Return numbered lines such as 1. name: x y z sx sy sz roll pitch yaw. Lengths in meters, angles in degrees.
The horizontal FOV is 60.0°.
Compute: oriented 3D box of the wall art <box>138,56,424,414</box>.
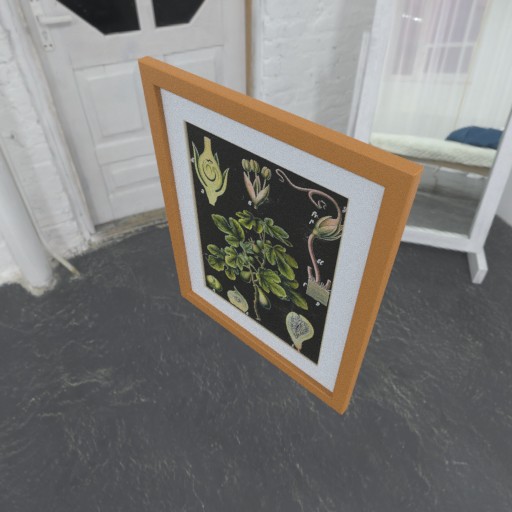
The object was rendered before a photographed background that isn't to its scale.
1. wall art: 0.000 0.000 0.761 0.452 0.553 0.022 32 53 27
